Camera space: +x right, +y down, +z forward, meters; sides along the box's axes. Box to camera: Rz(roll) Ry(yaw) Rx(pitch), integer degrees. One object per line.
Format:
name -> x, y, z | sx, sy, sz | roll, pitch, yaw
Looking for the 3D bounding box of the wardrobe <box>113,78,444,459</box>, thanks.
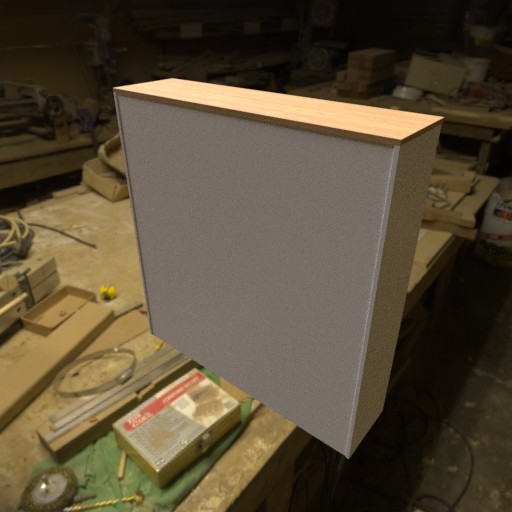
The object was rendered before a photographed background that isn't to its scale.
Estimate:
wardrobe -> 0.000, 0.000, 3.349 | 2.160, 2.260, 0.590 | 22, 37, 33
